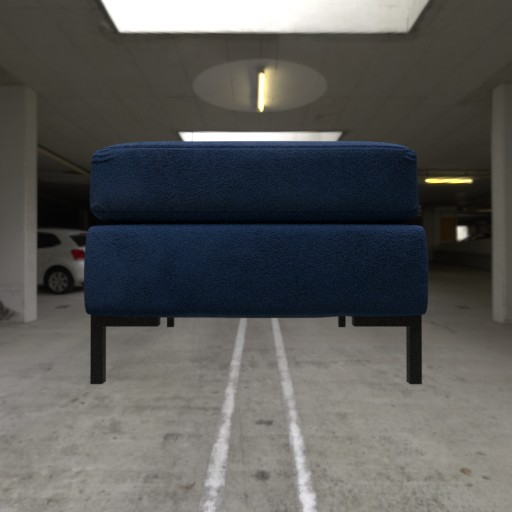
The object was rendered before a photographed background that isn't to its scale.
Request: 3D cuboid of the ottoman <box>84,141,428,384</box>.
[{"bbox_3d":[0.000,0.000,1.195,0.655,0.485,0.794,0,-1,0],"label":"ottoman"}]
